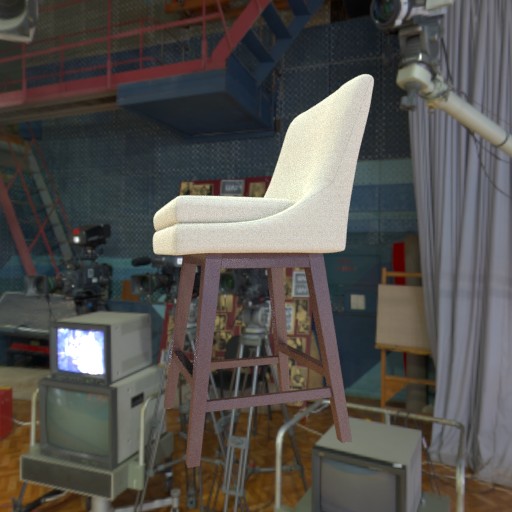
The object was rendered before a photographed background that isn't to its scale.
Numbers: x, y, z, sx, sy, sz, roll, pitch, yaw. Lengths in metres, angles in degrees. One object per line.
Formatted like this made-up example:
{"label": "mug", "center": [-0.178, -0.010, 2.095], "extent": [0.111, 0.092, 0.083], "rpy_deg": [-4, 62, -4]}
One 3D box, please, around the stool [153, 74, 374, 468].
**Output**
{"label": "stool", "center": [0.000, 0.000, 1.317], "extent": [0.559, 0.991, 0.483], "rpy_deg": [0, 1, -19]}
